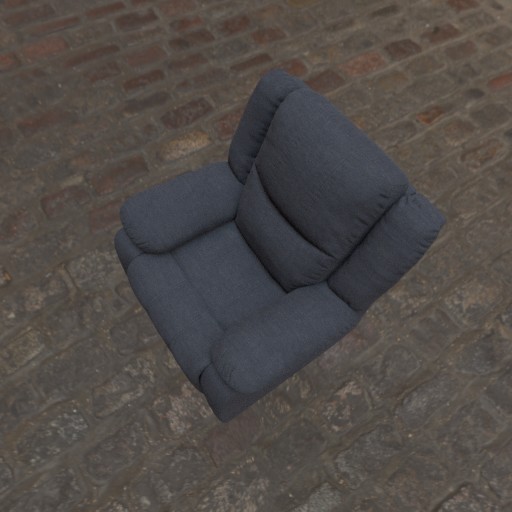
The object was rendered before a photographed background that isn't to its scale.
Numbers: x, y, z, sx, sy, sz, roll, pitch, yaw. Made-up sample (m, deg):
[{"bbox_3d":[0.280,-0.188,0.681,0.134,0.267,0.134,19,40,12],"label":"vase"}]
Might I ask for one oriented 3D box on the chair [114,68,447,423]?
[{"bbox_3d":[0.000,0.000,1.752,0.944,1.008,0.899,-32,67,-15],"label":"chair"}]
